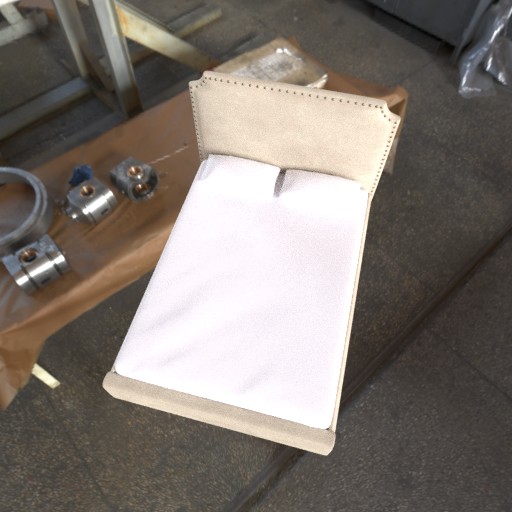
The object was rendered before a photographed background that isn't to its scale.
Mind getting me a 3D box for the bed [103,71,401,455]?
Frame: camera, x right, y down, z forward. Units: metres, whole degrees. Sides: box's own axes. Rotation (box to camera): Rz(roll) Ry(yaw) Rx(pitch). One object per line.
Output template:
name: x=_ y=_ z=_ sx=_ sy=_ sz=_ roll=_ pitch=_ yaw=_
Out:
bed: x=0.000 y=0.000 z=3.440 sx=1.712 sy=1.443 sz=2.372 roll=12 pitch=59 yaw=8
